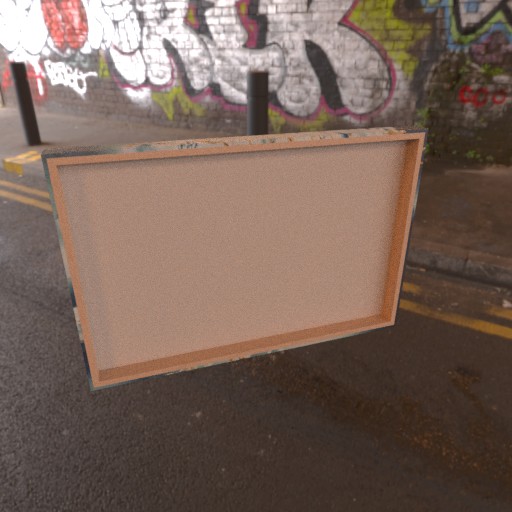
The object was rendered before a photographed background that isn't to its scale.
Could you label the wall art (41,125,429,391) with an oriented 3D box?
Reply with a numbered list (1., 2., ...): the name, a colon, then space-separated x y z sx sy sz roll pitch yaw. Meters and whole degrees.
1. wall art: 0.000 0.000 0.772 0.607 0.405 0.036 -8 27 -16
